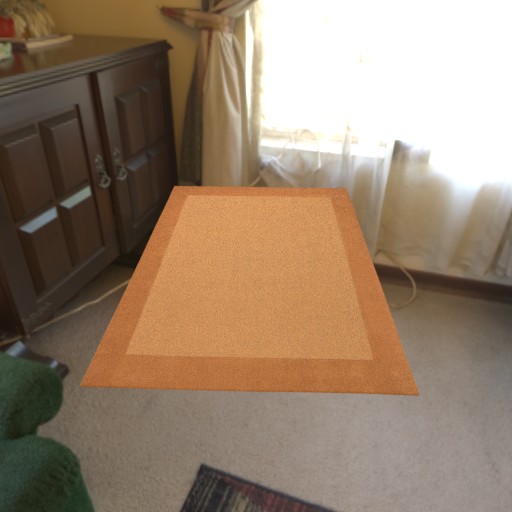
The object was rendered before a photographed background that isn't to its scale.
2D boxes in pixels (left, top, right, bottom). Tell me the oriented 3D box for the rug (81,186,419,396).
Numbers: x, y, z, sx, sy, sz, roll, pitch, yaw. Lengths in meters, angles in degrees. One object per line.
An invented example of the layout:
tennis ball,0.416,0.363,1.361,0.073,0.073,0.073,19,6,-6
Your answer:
rug,0.000,0.000,2.365,1.219,0.014,1.829,1,32,2
